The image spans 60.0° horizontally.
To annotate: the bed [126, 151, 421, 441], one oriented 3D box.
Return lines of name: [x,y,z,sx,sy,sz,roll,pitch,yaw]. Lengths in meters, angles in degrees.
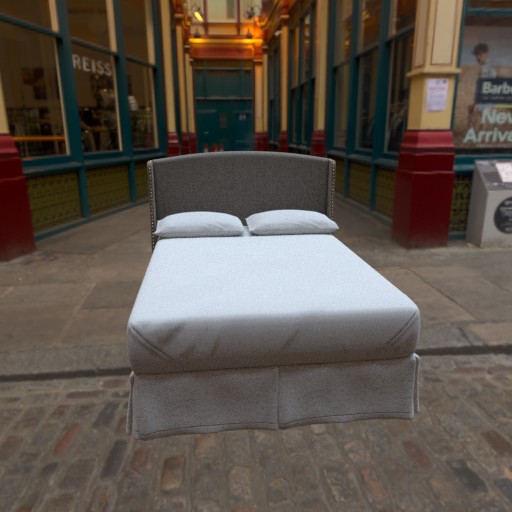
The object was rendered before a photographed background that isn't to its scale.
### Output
bed: [0.000,0.000,3.293,1.710,1.407,2.237,-2,16,-7]
